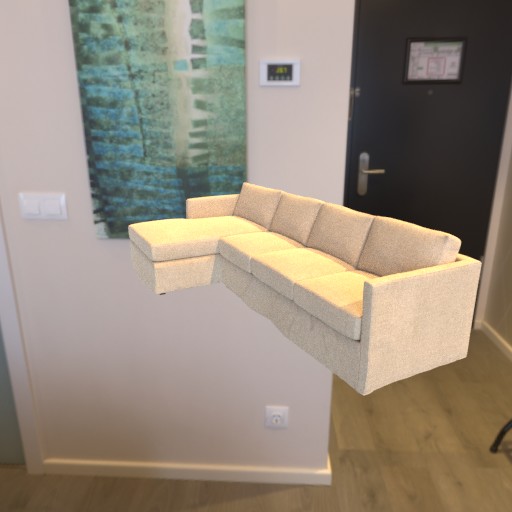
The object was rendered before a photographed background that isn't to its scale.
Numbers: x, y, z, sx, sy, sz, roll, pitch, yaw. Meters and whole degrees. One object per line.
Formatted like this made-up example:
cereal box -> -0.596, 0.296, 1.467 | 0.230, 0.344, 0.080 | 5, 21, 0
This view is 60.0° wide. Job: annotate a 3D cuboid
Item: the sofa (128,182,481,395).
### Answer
sofa -> 0.000, 0.000, 3.928 | 1.650, 0.922, 3.205 | -9, 19, -26
